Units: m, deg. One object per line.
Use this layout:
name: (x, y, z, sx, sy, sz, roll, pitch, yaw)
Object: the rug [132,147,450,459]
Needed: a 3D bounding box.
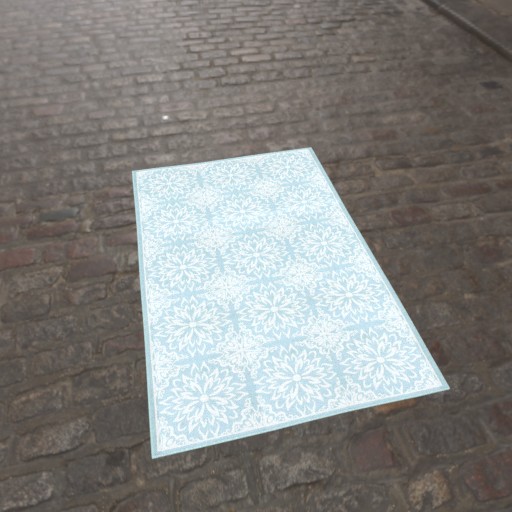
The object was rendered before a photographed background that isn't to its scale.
rug: (0.000, 0.000, 2.347, 1.219, 0.012, 1.840, -10, 47, -9)
